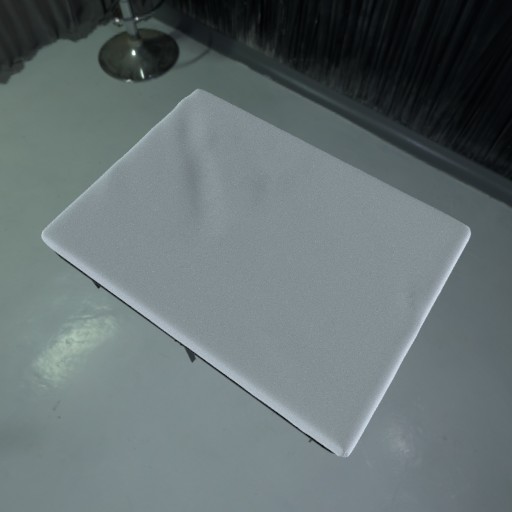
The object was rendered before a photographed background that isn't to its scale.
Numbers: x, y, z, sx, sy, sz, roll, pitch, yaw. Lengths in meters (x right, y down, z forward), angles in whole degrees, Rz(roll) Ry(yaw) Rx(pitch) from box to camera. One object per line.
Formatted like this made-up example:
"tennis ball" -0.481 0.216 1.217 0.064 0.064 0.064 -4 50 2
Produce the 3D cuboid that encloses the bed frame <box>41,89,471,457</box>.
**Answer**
"bed frame" 0.000 0.000 2.593 1.905 0.637 1.372 32 66 16
